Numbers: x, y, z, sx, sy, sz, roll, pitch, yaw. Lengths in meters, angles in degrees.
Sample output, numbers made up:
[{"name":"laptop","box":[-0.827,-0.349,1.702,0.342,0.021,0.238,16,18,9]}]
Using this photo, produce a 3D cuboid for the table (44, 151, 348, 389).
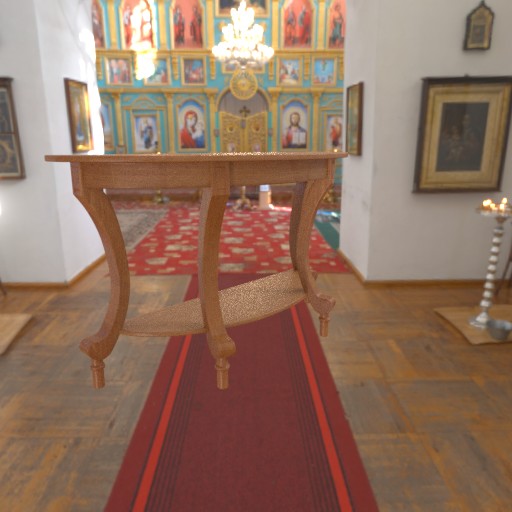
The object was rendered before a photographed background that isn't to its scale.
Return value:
[{"name":"table","box":[0.000,0.000,1.535,0.394,0.692,1.198,13,19,42]}]
